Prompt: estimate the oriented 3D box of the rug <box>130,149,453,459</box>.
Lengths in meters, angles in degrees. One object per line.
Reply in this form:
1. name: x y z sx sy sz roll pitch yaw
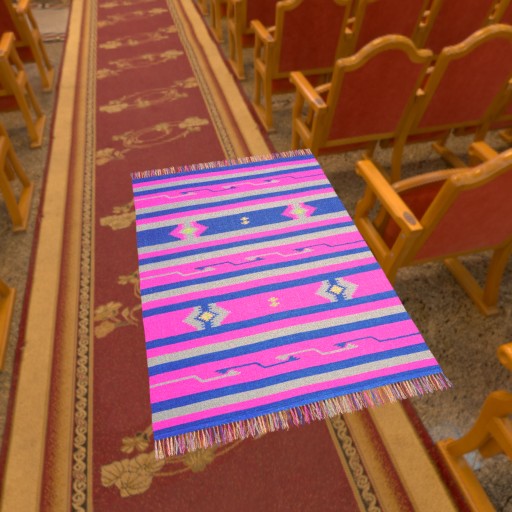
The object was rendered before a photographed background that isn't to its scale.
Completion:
1. rug: 0.000 0.000 2.952 1.539 0.013 2.350 -10 47 -10
